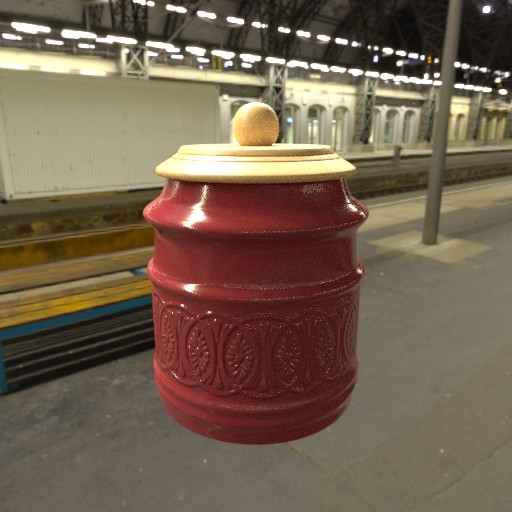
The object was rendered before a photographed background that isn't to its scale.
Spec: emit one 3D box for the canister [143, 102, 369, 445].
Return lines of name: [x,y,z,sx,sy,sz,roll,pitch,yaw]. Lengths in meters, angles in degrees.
canister: [0.000,0.000,0.269,0.130,0.176,0.130,0,16,0]
